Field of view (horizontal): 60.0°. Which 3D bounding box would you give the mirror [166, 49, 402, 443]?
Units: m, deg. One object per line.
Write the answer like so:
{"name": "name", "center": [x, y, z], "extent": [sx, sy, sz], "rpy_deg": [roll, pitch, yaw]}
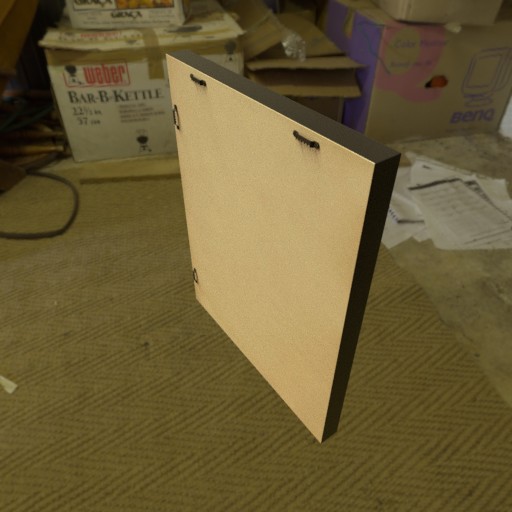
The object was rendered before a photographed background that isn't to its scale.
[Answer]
{"name": "mirror", "center": [0.000, 0.000, 0.690], "extent": [0.041, 0.509, 0.406], "rpy_deg": [-25, 46, -27]}
